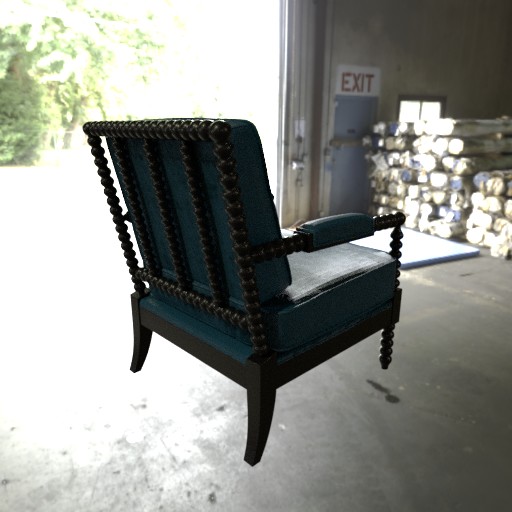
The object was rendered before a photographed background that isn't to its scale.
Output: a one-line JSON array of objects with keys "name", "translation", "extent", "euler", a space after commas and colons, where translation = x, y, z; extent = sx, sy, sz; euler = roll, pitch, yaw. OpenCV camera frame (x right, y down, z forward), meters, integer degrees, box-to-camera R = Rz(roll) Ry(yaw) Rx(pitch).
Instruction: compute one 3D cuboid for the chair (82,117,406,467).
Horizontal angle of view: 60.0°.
[{"name": "chair", "translation": [0.000, 0.000, 1.443], "extent": [0.805, 0.857, 0.688], "euler": [-15, 22, -41]}]
